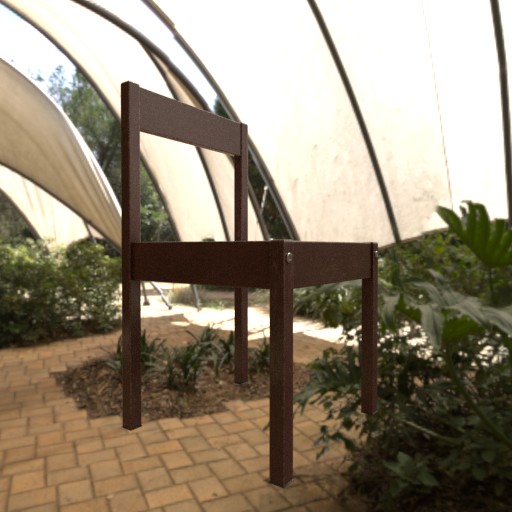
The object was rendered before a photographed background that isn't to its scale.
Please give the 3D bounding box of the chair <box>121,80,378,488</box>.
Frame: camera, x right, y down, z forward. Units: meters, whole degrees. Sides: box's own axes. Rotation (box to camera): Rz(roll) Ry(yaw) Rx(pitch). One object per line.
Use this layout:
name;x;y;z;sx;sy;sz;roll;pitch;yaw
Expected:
chair;0.000;0.000;0.681;0.285;0.505;0.285;1;1;36
